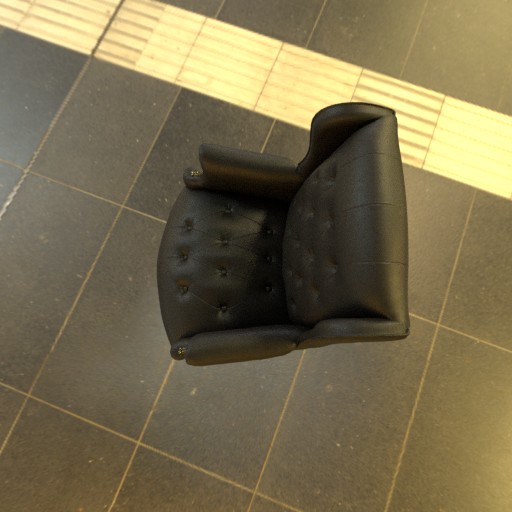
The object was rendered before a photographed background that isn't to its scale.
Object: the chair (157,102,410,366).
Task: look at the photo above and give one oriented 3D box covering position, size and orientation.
[{"bbox_3d":[0.000,0.000,1.691,0.822,1.133,0.831,2,75,0],"label":"chair"}]
